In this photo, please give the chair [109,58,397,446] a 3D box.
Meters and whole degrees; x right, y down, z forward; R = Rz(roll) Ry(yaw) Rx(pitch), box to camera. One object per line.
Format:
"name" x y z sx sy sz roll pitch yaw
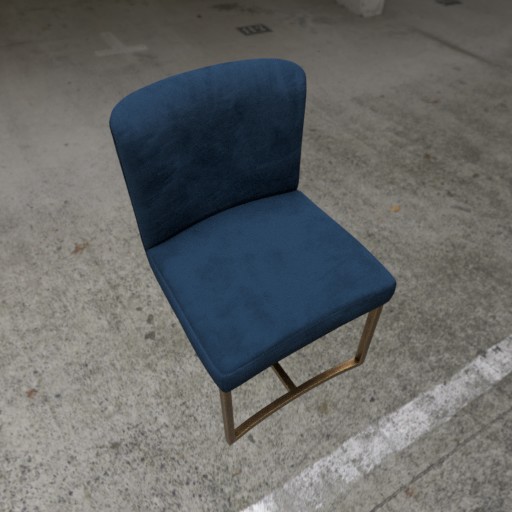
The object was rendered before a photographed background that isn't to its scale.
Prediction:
"chair" 0.000 0.000 1.189 0.530 0.824 0.560 -24 51 -21
